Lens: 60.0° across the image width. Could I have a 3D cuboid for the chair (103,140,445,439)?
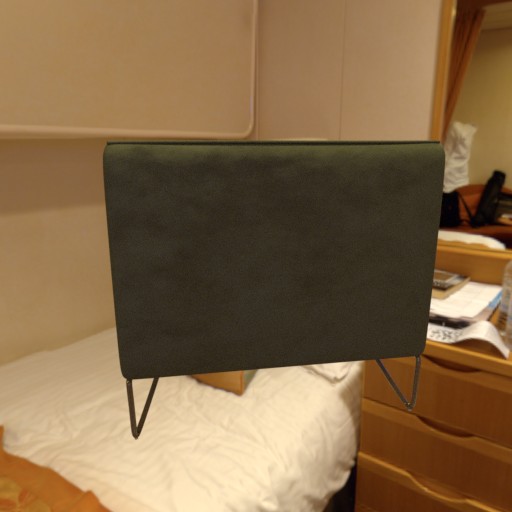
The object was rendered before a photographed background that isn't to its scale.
[{"bbox_3d":[0.000,0.000,1.576,0.880,0.790,0.894,-2,14,-9],"label":"chair"}]
